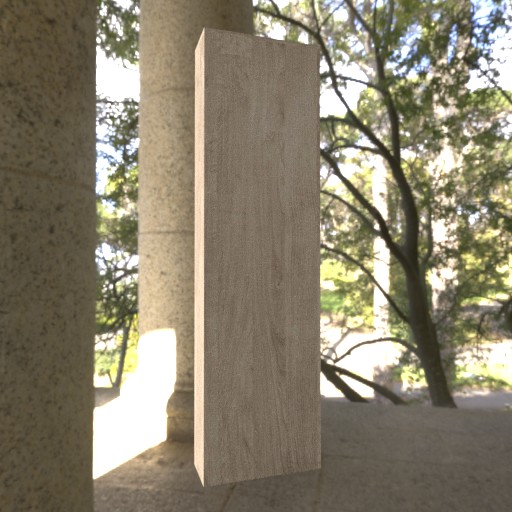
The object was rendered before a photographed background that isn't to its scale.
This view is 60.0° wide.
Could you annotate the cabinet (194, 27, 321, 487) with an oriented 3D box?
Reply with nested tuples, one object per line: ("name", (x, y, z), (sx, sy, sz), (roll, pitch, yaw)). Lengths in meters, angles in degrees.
("cabinet", (0.000, 0.000, 1.912), (0.500, 1.790, 0.230), (0, -1, -18))
